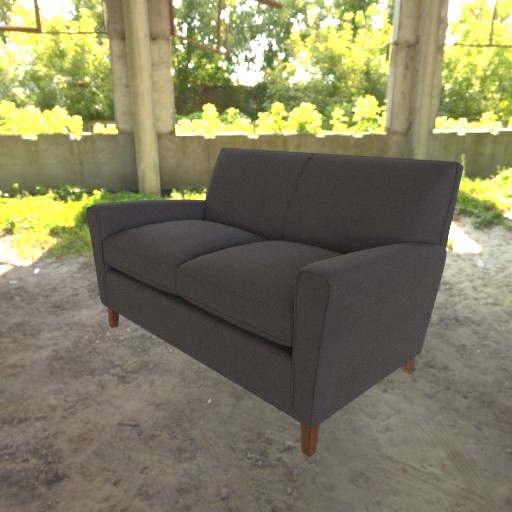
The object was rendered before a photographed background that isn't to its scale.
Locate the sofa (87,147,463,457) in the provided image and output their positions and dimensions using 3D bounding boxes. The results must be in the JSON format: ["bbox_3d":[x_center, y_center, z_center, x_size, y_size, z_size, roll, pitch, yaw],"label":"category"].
[{"bbox_3d":[0.000,0.000,1.946,0.871,0.846,1.420,-16,23,-42],"label":"sofa"}]
